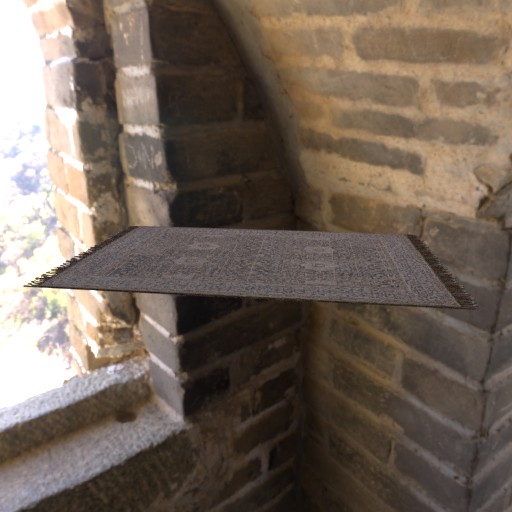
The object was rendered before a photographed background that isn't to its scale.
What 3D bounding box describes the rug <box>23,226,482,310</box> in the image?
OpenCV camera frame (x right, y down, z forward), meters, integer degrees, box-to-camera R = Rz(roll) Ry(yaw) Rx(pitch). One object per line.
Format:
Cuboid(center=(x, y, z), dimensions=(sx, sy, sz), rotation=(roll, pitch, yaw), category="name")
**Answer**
Cuboid(center=(0.000, 0.000, 2.503), dimensions=(2.029, 0.010, 1.237), rotation=(2, 17, 7), category="rug")
